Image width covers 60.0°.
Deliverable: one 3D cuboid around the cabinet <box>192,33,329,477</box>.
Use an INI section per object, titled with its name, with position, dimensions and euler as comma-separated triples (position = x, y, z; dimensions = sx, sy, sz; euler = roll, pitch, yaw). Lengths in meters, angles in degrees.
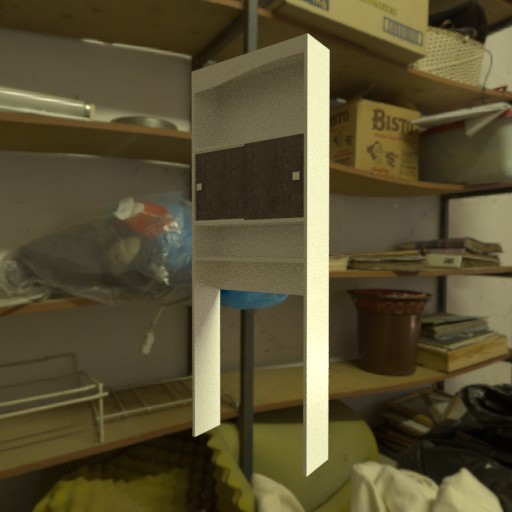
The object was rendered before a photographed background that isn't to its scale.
[cabinet]
position = 0.000, 0.000, 2.033
dimensions = 0.643, 1.770, 0.192
euler = 1, 1, 37
